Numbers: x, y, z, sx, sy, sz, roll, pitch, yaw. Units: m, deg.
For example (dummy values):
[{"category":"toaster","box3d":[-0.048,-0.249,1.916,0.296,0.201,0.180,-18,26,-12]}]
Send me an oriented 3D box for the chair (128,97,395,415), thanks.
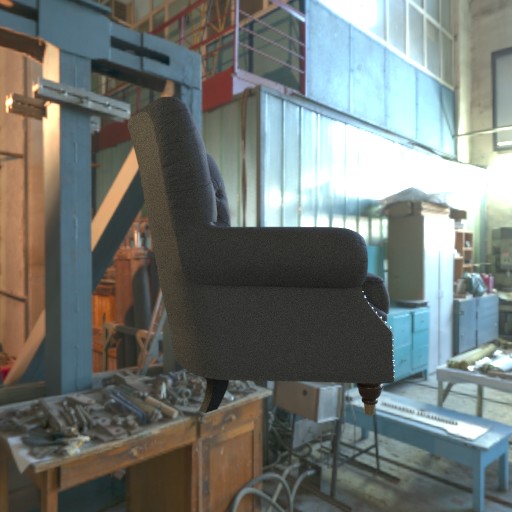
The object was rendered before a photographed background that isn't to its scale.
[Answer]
[{"category":"chair","box3d":[0.000,0.000,1.796,0.983,1.046,0.983,0,1,1]}]
